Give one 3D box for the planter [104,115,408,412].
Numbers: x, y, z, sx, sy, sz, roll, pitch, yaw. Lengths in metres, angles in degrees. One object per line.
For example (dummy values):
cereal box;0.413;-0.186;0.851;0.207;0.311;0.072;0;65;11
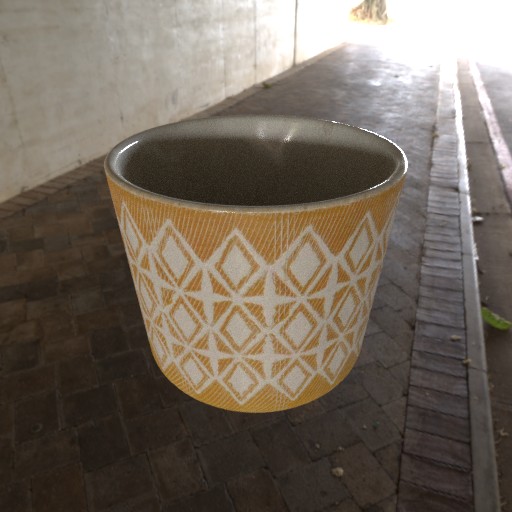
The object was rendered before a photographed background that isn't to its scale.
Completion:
planter;0.000;0.000;0.334;0.193;0.165;0.193;0;31;0
